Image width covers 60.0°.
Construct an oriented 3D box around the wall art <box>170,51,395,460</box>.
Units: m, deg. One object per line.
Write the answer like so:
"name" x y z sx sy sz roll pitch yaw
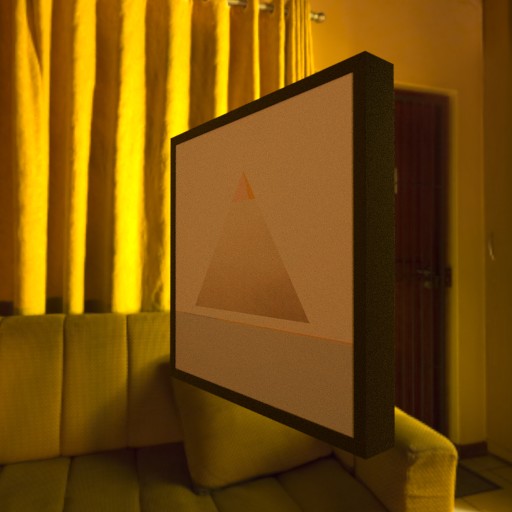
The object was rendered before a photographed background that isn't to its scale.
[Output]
"wall art" 0.000 0.000 0.458 0.037 0.303 0.304 0 -1 -39
